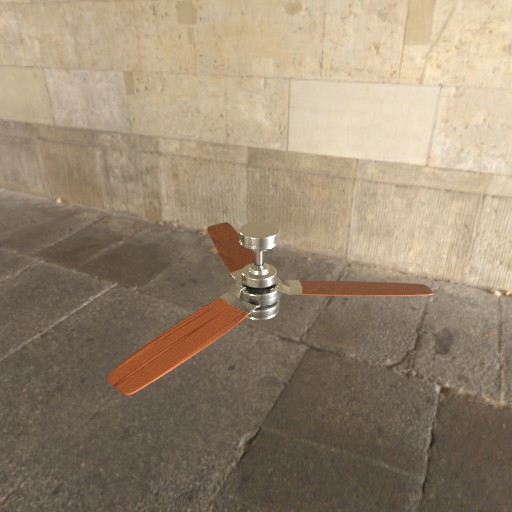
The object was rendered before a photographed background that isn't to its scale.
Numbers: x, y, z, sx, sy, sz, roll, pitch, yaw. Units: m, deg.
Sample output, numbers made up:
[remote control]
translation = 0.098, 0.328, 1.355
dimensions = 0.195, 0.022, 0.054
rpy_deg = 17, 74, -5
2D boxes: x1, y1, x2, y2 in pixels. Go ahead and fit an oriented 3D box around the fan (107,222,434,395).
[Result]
[fan]
translation = 0.000, 0.000, 2.111
dimensions = 1.416, 0.410, 1.271
rpy_deg = -9, 28, -16
